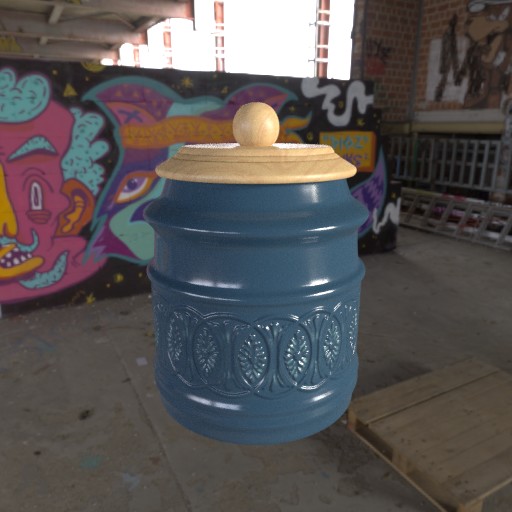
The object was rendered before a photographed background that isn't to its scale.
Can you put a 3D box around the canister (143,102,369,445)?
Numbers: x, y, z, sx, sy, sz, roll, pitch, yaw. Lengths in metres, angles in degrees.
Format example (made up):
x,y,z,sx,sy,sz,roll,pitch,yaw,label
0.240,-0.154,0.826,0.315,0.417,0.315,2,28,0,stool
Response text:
x,y,z,sx,sy,sz,roll,pitch,yaw,label
0.000,0.000,0.269,0.130,0.176,0.130,0,16,0,canister
